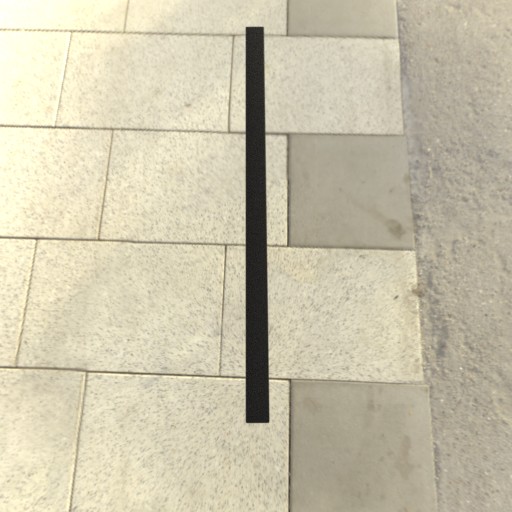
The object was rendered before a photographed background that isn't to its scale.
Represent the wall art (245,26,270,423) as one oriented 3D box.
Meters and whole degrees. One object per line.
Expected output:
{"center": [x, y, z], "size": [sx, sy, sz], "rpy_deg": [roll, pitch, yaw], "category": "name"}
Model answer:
{"center": [0.000, 0.000, 1.163], "size": [0.038, 0.761, 0.755], "rpy_deg": [0, 75, 0], "category": "wall art"}
